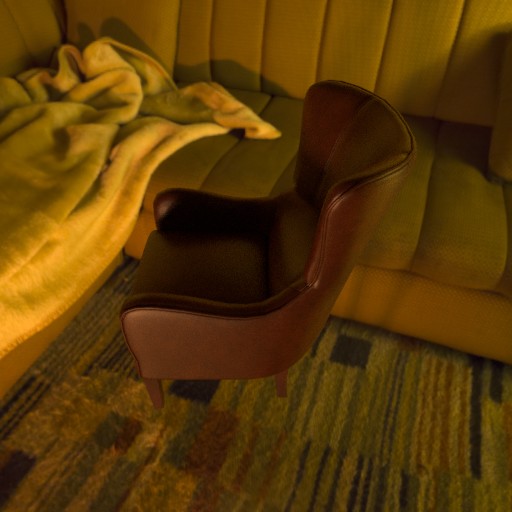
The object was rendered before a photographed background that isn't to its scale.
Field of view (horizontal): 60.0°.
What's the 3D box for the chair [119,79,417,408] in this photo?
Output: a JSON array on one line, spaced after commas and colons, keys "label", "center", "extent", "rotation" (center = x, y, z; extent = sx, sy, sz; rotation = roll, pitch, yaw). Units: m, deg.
[{"label": "chair", "center": [0.000, 0.000, 1.625], "extent": [0.914, 1.048, 0.692], "rotation": [0, 41, 0]}]
